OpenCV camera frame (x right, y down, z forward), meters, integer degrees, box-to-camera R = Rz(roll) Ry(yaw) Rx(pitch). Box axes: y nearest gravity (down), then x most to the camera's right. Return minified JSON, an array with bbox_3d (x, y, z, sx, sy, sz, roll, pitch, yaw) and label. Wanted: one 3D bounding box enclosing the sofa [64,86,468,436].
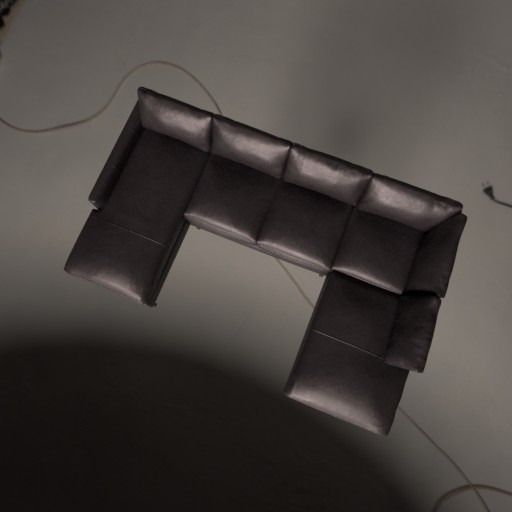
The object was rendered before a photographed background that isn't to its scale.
[{"bbox_3d":[0.000,0.000,3.763,2.956,0.900,1.939,21,78,5],"label":"sofa"}]
